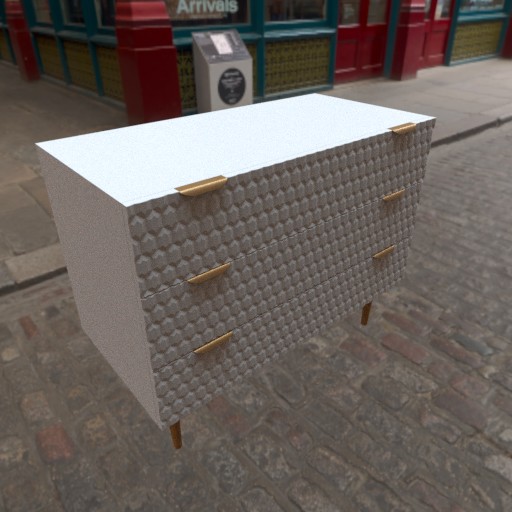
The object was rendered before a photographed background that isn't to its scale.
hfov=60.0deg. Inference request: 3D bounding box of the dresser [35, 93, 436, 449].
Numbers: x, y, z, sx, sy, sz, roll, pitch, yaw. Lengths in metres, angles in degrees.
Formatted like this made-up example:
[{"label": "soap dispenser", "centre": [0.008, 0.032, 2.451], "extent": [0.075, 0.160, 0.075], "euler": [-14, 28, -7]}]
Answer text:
[{"label": "dresser", "centre": [0.000, 0.000, 1.273], "extent": [0.905, 0.721, 0.457], "euler": [-23, 38, -34]}]
